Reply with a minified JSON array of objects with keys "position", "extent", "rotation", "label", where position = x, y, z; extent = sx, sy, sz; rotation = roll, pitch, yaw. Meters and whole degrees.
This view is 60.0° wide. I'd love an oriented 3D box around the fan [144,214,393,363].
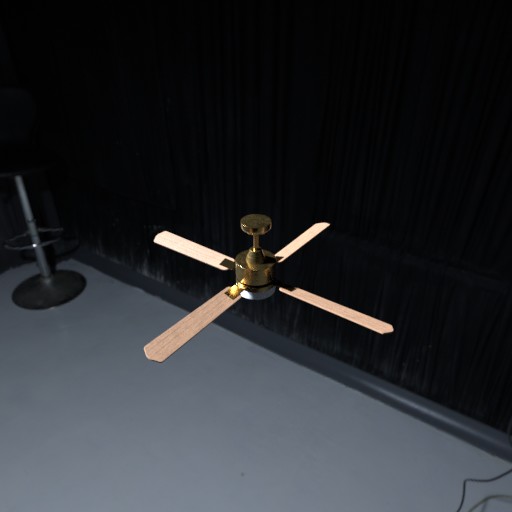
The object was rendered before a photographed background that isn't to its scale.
[{"position":[0.000,0.000,2.003],"extent":[1.320,0.355,1.320],"rotation":[21,37,30],"label":"fan"}]
